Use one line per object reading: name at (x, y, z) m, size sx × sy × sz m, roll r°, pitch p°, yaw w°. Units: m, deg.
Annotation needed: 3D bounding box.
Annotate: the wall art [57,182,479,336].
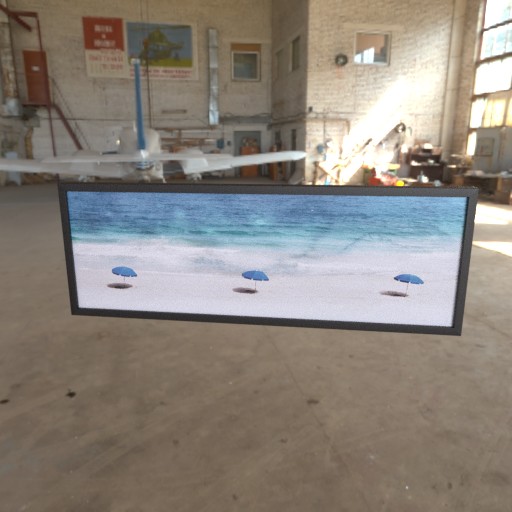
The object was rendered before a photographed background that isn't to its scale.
wall art at (0.000, 0.000, 0.952) m, size 0.860 × 0.303 × 0.037 m, roll 2°, pitch 14°, yaw 8°
